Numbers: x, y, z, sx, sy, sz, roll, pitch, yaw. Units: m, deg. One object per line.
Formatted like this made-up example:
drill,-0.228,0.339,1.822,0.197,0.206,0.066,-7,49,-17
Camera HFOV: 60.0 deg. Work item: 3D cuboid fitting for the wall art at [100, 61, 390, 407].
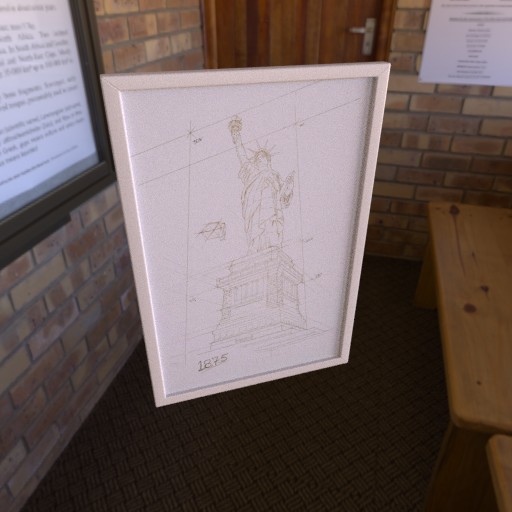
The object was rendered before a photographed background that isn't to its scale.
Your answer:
wall art,0.000,0.000,1.501,0.808,1.183,0.038,-9,32,-15
